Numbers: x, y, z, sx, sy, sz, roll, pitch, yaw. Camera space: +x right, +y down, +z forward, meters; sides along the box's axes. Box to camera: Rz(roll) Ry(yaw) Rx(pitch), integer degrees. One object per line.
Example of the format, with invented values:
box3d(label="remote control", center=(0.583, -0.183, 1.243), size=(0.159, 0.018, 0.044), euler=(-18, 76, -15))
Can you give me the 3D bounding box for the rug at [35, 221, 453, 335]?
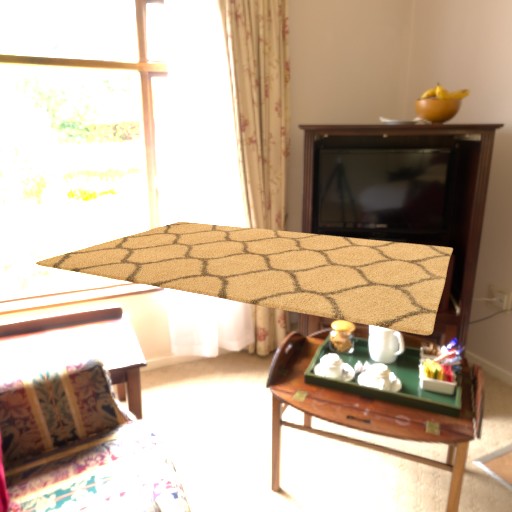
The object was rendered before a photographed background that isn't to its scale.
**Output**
box3d(label="rug", center=(0.000, 0.000, 3.410), size=(2.701, 0.026, 1.801), euler=(7, 17, 25))
